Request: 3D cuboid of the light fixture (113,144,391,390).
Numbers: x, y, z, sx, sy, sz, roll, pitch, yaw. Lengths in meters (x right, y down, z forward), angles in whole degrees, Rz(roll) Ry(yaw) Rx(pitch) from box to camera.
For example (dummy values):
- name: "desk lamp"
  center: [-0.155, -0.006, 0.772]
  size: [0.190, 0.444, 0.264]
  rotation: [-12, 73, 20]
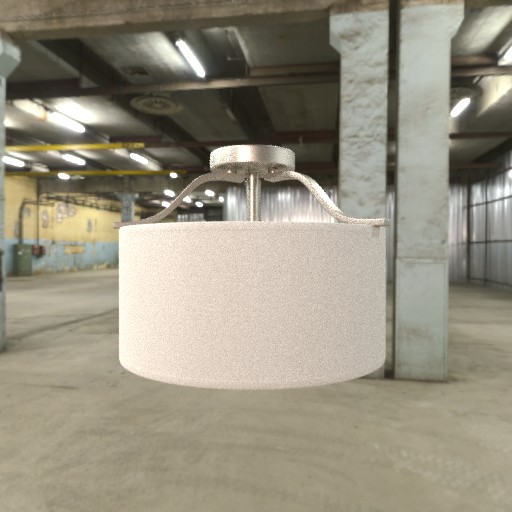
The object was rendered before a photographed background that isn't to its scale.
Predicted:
- name: "light fixture"
  center: [0.000, 0.000, 0.659]
  size: [0.395, 0.304, 0.395]
  rotation: [0, 0, 0]
